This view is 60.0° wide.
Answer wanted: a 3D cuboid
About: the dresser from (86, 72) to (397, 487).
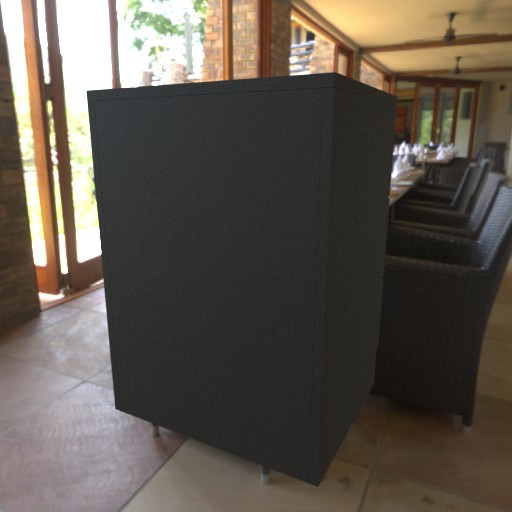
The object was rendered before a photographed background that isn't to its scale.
[{"bbox_3d":[0.000,0.000,0.814,0.400,0.560,0.360,8,17,28],"label":"dresser"}]
